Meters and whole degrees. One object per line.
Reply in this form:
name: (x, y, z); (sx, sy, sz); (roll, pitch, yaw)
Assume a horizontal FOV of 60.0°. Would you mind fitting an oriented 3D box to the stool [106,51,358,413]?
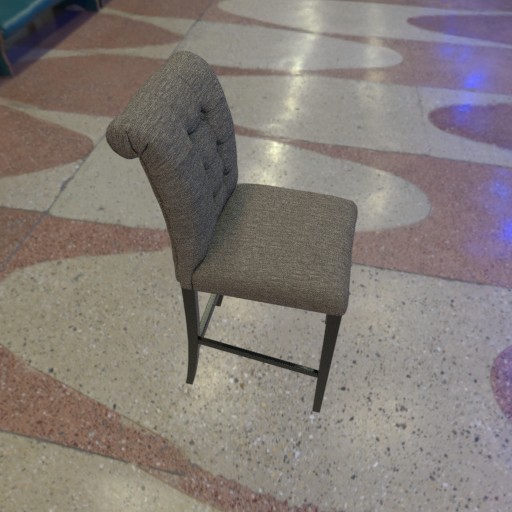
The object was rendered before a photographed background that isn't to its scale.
stool: (0.000, 0.000, 1.459); (0.613, 1.131, 0.452); (9, 46, 9)
